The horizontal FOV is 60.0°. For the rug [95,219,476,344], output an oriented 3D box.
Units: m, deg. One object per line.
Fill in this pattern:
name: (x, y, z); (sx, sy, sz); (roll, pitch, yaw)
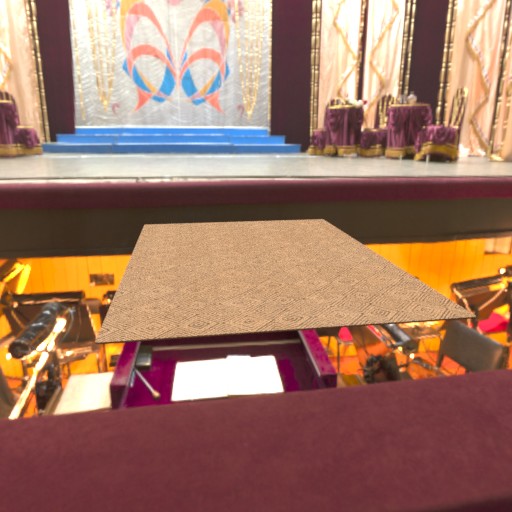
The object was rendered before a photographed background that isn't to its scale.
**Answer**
rug: (0.000, 0.000, 2.869); (1.593, 0.008, 2.238); (-2, 16, -9)
